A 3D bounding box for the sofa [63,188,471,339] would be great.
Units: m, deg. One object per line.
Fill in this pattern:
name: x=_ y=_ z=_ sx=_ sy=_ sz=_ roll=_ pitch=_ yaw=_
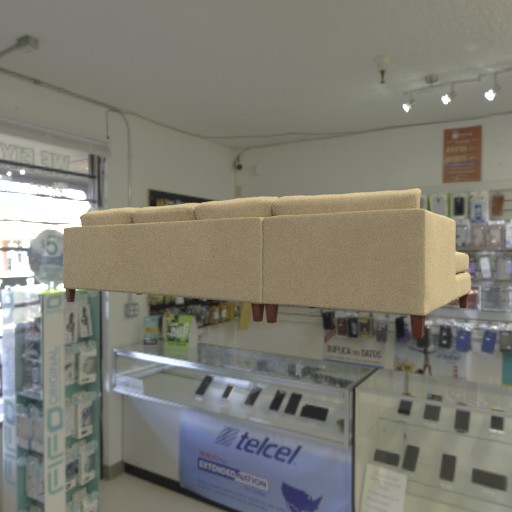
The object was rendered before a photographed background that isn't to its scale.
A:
sofa: x=0.000 y=0.000 z=3.850 sx=3.186 sy=0.846 sz=1.625 roll=0 pitch=1 yaw=33
